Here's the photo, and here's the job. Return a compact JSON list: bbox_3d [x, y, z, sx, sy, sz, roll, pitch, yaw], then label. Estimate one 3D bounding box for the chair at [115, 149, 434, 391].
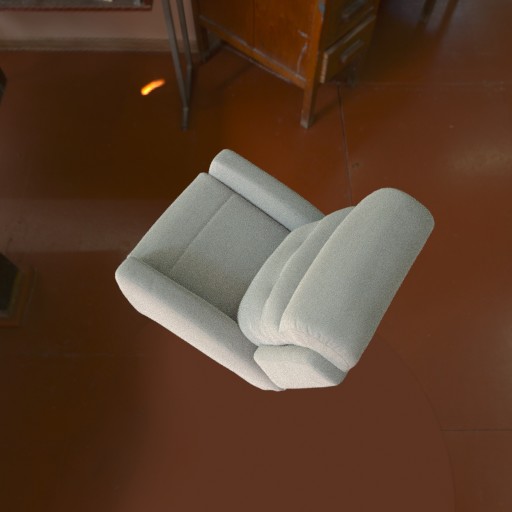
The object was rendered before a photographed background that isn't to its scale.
[{"bbox_3d":[0.000,0.000,1.806,1.043,1.013,0.798,31,68,14],"label":"chair"}]
